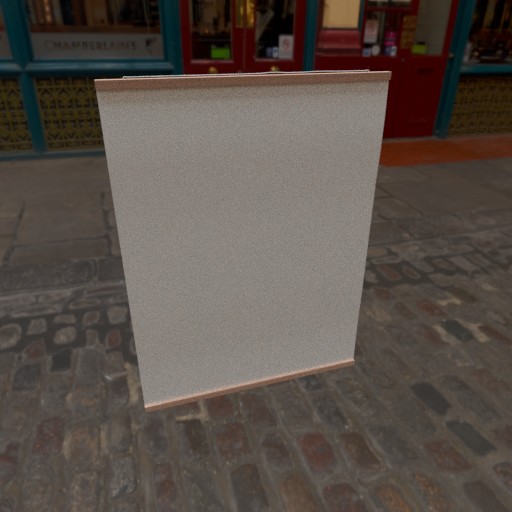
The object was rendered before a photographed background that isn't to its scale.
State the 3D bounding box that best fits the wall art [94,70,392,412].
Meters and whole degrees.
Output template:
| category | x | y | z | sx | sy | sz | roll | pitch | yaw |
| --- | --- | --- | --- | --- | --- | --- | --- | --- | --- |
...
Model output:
| category | x | y | z | sx | sy | sz | roll | pitch | yaw |
| --- | --- | --- | --- | --- | --- | --- | --- | --- | --- |
| wall art | 0.000 | 0.000 | 1.320 | 0.758 | 1.013 | 0.020 | -8 | 28 | -16 |
